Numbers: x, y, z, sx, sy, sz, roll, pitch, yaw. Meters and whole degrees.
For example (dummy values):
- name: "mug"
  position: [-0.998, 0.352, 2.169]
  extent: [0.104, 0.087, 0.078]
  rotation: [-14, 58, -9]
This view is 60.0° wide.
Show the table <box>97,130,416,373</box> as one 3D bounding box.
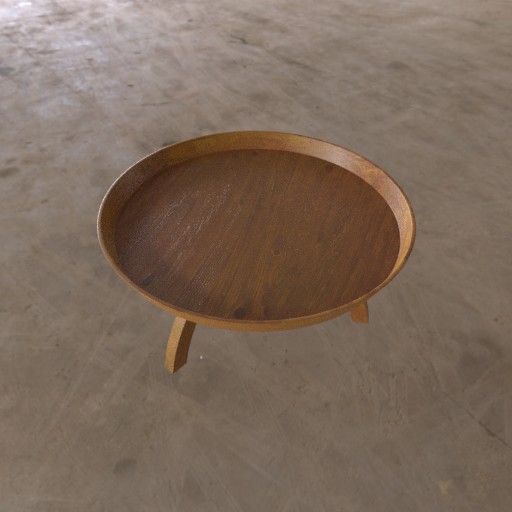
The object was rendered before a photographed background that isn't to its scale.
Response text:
- name: "table"
  position: [0.000, 0.000, 1.587]
  extent: [1.016, 0.470, 1.016]
  rotation: [0, 42, 0]
